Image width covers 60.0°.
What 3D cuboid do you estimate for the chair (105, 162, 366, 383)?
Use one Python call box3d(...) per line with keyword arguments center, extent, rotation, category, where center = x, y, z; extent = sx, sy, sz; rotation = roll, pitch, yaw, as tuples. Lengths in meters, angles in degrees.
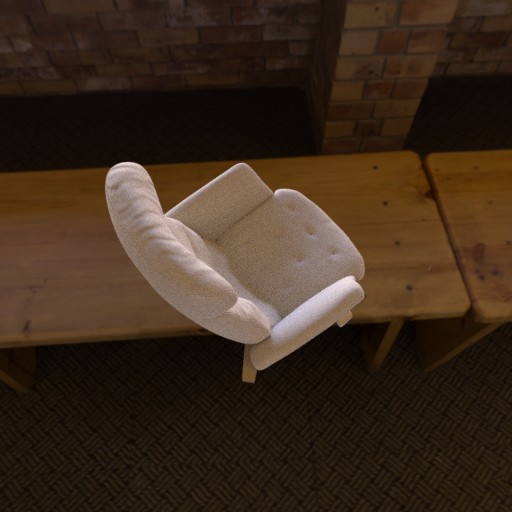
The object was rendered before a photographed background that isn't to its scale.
box3d(center=(0.000, 0.000, 1.664), extent=(0.837, 0.995, 0.785), rotation=(-31, 64, -17), category="chair")
